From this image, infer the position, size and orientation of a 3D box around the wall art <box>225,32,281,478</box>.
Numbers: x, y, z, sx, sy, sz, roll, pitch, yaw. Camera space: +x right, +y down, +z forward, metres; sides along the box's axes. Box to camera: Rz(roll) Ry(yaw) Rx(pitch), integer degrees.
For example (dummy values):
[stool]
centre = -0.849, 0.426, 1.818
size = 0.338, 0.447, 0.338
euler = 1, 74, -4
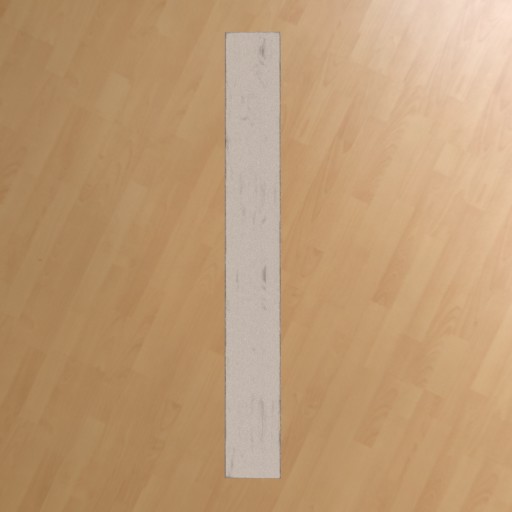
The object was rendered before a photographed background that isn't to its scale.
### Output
[wall art]
centre = 0.000, 0.000, 0.455
size = 0.038, 0.305, 0.305
euler = 0, 90, 1
